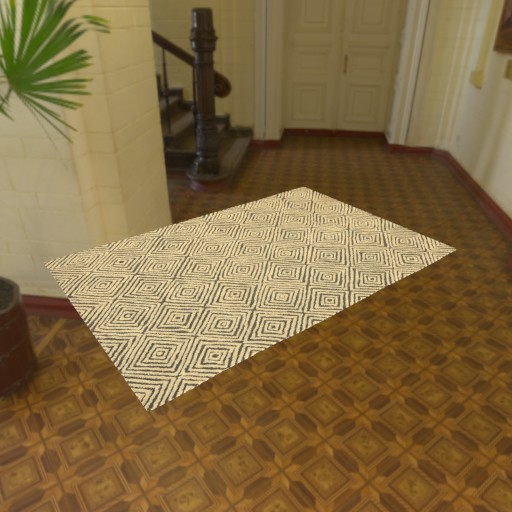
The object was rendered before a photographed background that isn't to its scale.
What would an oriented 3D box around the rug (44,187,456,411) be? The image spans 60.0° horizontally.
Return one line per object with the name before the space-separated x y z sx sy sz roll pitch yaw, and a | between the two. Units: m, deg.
rug | 0.000 0.000 2.254 1.750 0.004 1.177 -21 35 -32
